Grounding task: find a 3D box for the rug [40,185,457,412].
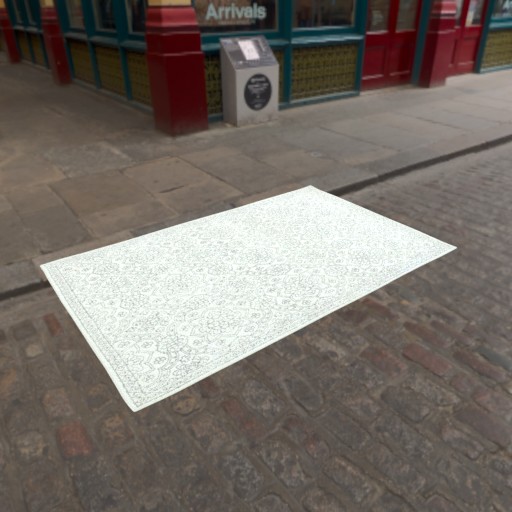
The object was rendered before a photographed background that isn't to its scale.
[{"bbox_3d":[0.000,0.000,3.020,2.434,0.023,1.518,-21,36,-31],"label":"rug"}]
